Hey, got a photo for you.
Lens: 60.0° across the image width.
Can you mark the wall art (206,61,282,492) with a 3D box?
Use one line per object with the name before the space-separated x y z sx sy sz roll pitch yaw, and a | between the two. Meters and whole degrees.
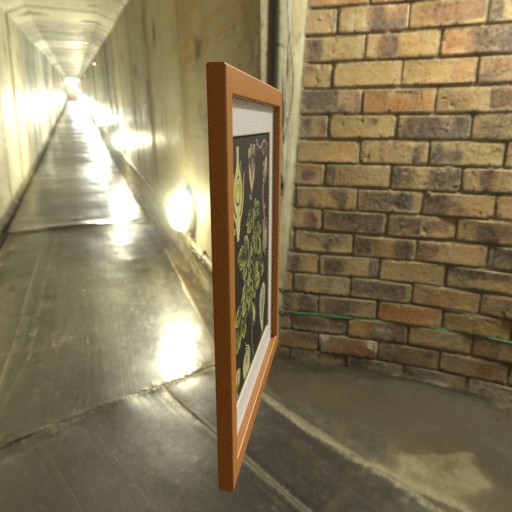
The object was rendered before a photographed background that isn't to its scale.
wall art | 0.000 0.000 0.515 0.015 0.379 0.310 3 17 10
